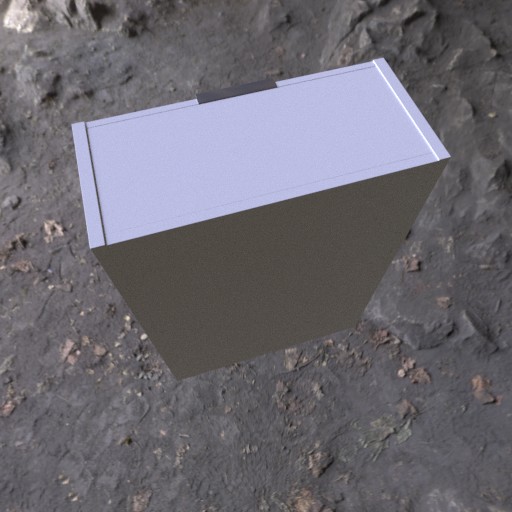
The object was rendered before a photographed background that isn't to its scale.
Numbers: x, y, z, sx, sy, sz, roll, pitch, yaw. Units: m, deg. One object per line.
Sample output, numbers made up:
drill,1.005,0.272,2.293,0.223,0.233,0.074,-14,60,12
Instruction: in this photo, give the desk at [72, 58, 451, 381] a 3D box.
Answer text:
desk,0.000,0.000,1.602,0.850,1.190,0.390,-15,62,-8
